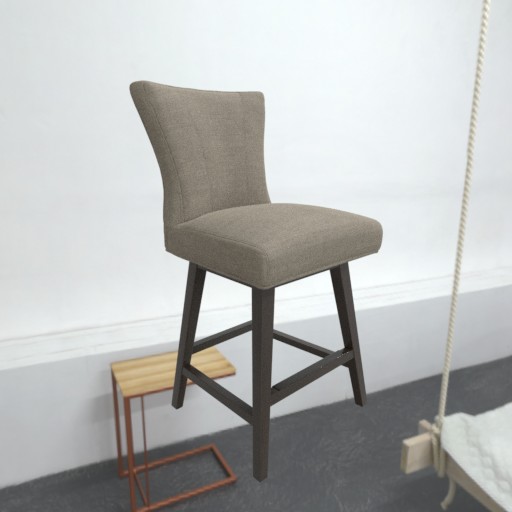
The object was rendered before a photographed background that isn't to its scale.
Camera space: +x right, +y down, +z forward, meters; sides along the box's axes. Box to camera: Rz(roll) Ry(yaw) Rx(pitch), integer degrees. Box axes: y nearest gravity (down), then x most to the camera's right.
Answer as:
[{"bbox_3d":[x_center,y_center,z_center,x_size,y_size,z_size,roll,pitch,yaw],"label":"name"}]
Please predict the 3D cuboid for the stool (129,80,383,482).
[{"bbox_3d":[0.000,0.000,1.349,0.514,1.000,0.574,-14,21,-42],"label":"stool"}]
